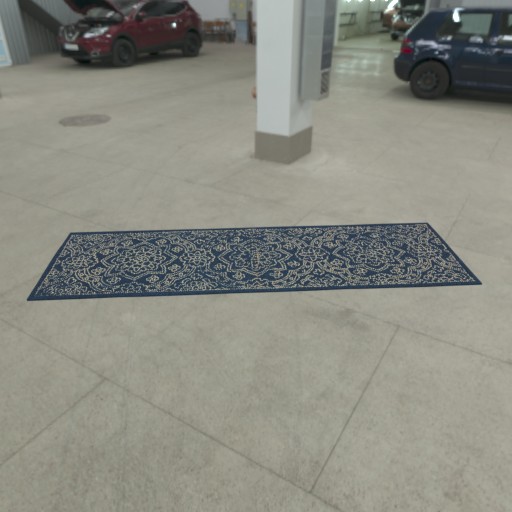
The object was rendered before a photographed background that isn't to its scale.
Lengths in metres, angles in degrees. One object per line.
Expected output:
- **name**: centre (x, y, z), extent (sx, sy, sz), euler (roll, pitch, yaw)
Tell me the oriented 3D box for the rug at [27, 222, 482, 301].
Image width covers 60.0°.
- **rug**: centre (0.000, 0.000, 2.693), extent (2.448, 0.012, 0.769), euler (-2, 30, -3)
